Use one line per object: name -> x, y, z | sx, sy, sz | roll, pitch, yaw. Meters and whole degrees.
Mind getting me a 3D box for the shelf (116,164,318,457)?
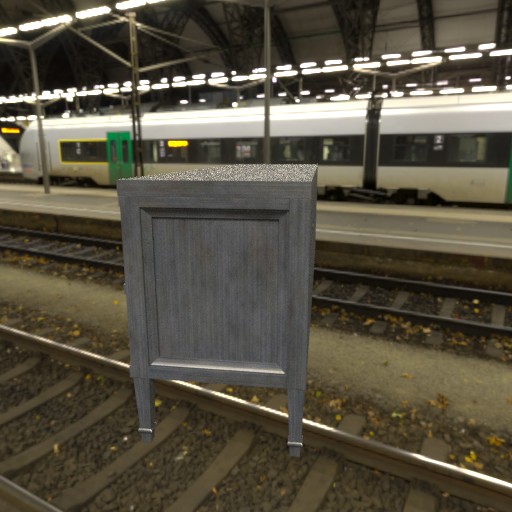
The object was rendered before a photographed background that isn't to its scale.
shelf -> 0.000, 0.000, 1.864 | 0.479, 0.719, 1.575 | 2, 13, 8
